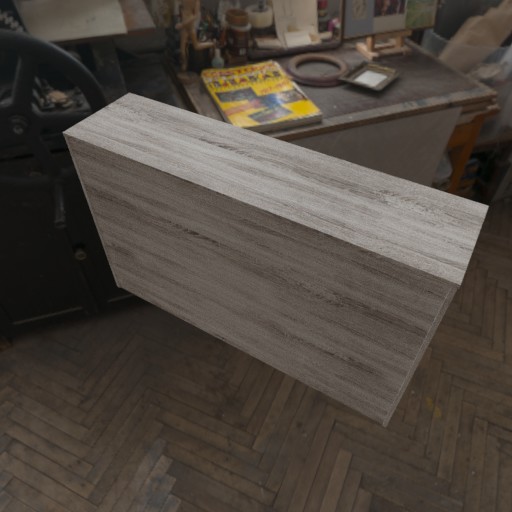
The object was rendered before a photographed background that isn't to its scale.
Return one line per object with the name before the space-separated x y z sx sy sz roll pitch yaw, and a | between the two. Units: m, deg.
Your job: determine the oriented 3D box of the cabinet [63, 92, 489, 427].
cabinet | 0.000 0.000 1.833 1.450 0.900 0.380 23 51 21
